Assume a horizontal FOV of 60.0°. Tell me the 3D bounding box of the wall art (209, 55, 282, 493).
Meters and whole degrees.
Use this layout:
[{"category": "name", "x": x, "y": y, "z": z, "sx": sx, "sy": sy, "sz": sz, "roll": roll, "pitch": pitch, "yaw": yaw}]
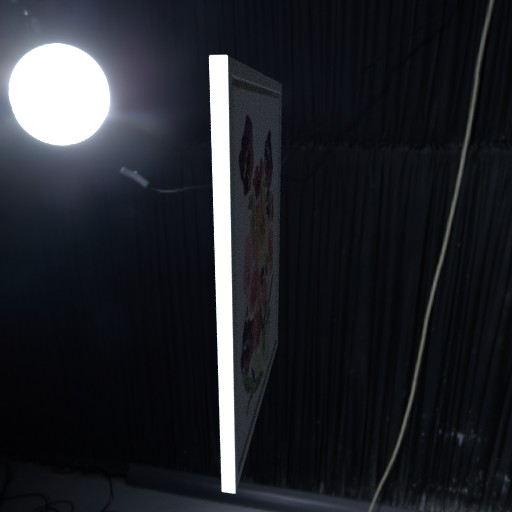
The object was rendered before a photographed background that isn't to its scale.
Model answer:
[{"category": "wall art", "x": 0.000, "y": 0.000, "z": 1.384, "sx": 0.042, "sy": 1.056, "sz": 0.805, "roll": 3, "pitch": 18, "yaw": 10}]
